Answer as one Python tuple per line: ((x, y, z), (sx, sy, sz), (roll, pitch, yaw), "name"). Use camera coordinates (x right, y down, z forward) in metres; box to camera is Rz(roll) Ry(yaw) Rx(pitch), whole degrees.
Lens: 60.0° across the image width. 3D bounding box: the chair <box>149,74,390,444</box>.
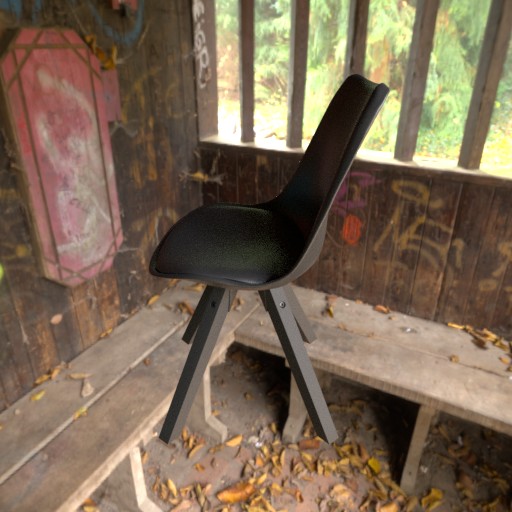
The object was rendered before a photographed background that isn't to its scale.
((0.000, 0.000, 1.137), (0.530, 0.850, 0.485), (0, 27, 0), "chair")
